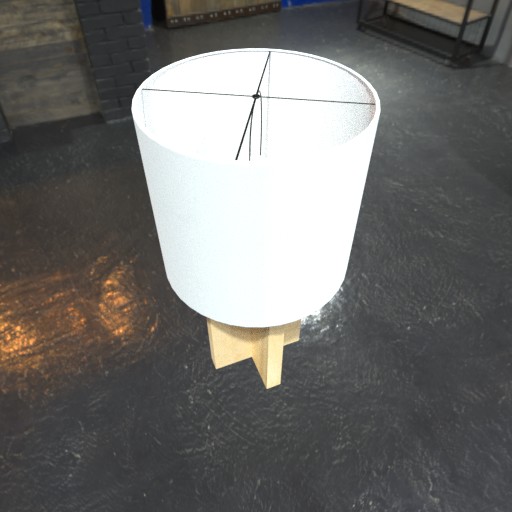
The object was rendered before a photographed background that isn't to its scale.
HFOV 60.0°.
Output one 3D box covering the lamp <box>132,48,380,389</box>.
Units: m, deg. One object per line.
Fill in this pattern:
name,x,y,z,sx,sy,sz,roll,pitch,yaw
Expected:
lamp,0.000,0.000,0.565,0.229,0.428,0.229,-16,47,-15
